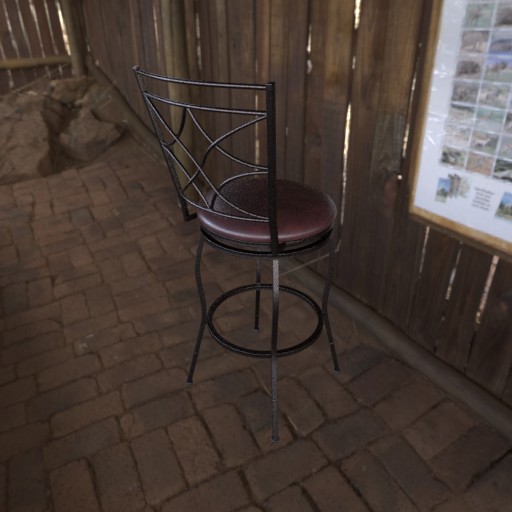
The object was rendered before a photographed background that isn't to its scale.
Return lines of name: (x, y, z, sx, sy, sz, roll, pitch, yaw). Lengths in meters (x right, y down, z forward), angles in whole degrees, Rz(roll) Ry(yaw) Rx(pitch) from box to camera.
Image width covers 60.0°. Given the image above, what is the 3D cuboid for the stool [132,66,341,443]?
stool: (0.000, 0.000, 1.402, 0.434, 1.117, 0.534, 21, 36, 33)
